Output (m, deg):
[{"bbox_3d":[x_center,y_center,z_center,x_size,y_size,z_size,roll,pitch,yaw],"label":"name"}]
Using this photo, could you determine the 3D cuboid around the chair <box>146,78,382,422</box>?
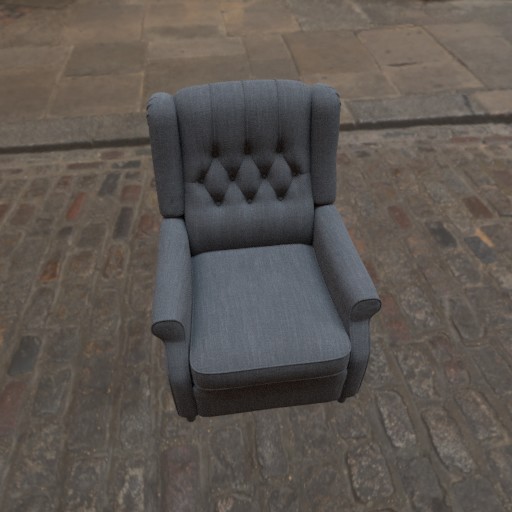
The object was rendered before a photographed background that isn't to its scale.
[{"bbox_3d":[0.000,0.000,1.661,0.742,1.035,0.898,-5,46,-5],"label":"chair"}]
